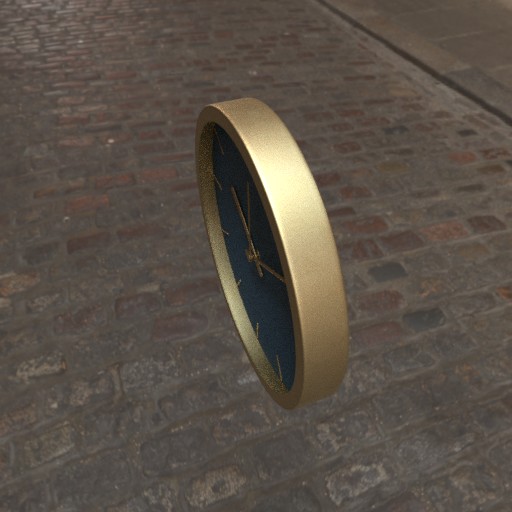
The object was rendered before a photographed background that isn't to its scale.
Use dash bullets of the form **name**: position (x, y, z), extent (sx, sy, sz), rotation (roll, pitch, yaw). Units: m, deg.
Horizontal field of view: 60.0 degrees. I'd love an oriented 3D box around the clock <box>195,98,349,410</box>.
- **clock**: position (0.000, 0.000, 0.468), extent (0.040, 0.314, 0.314), rotation (-16, 48, -15)
